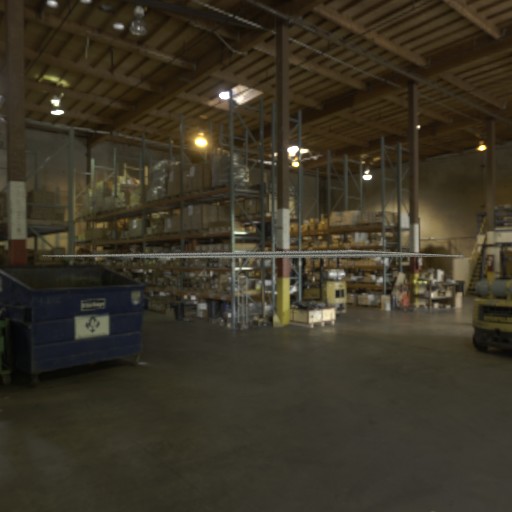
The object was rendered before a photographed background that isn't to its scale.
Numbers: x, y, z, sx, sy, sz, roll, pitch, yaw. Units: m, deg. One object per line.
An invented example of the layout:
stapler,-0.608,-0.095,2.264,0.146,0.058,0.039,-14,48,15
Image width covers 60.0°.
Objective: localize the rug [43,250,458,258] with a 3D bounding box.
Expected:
rug,0.000,0.000,4.094,3.037,0.004,2.453,-1,-1,37
